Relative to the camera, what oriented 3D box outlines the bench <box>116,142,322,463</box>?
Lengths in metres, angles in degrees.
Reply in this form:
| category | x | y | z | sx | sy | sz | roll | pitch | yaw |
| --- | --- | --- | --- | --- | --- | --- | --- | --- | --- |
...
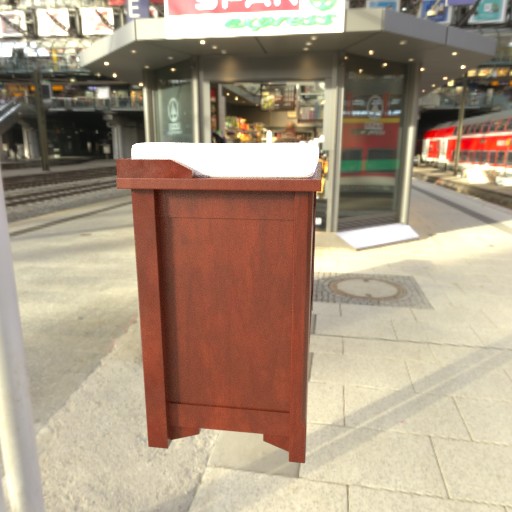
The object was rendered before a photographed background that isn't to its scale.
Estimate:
| category | x | y | z | sx | sy | sz | roll | pitch | yaw |
| --- | --- | --- | --- | --- | --- | --- | --- | --- | --- |
| bench | 0.000 | 0.000 | 1.314 | 0.369 | 0.646 | 0.987 | 2 | 14 | 8 |
